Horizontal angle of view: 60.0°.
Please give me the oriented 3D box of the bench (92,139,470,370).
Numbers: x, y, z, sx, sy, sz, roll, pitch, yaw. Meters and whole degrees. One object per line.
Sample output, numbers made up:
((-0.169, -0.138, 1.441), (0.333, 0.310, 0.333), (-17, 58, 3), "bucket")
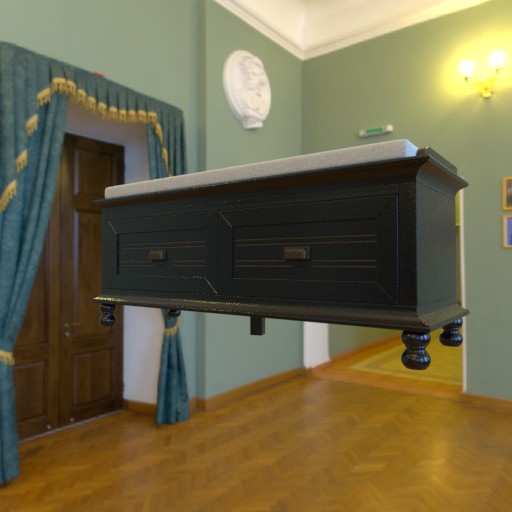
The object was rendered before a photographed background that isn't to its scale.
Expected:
((0.000, 0.000, 1.427), (1.185, 0.501, 0.402), (-1, -1, 36), "bench")
